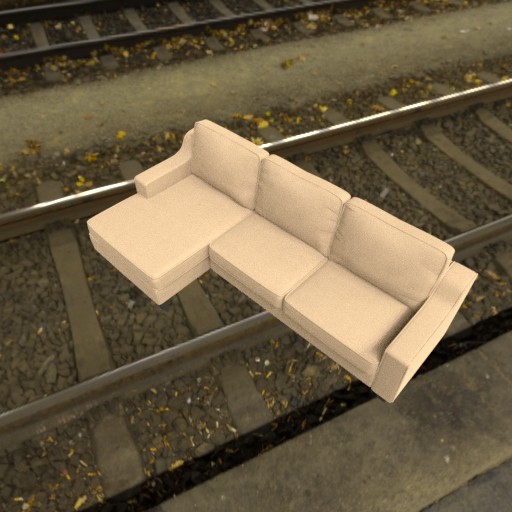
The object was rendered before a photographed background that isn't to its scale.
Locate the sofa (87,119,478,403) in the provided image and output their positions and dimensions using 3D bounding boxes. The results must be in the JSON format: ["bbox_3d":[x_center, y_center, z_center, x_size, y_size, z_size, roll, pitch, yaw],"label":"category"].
[{"bbox_3d":[0.000,0.000,3.204,2.561,0.928,1.294,34,55,28],"label":"sofa"}]
